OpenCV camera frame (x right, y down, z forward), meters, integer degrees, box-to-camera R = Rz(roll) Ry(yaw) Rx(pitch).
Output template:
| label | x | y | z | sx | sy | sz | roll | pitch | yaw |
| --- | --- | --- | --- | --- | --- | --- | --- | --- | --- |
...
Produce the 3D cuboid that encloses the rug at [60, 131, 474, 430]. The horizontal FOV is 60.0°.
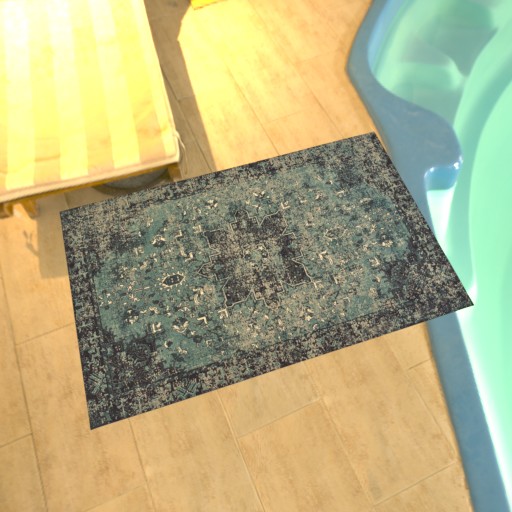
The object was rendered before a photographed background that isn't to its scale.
| label | x | y | z | sx | sy | sz | roll | pitch | yaw |
| --- | --- | --- | --- | --- | --- | --- | --- | --- | --- |
| rug | 0.000 | 0.000 | 2.984 | 2.440 | 0.007 | 1.525 | -16 | 64 | -8 |
